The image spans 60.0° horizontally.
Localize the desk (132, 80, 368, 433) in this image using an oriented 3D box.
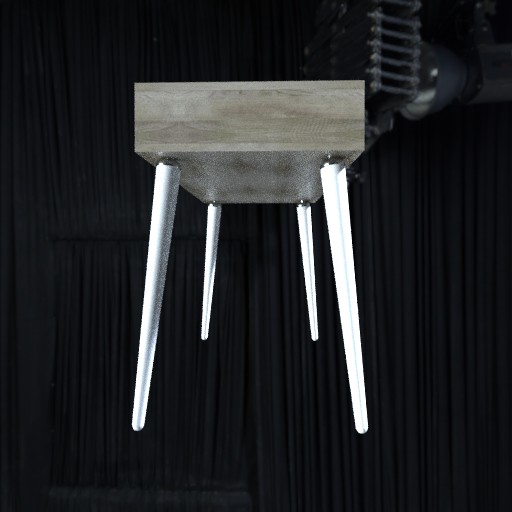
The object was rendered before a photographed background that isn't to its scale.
[{"bbox_3d":[0.000,0.000,1.399,0.491,0.723,0.979,0,1,2],"label":"desk"}]
